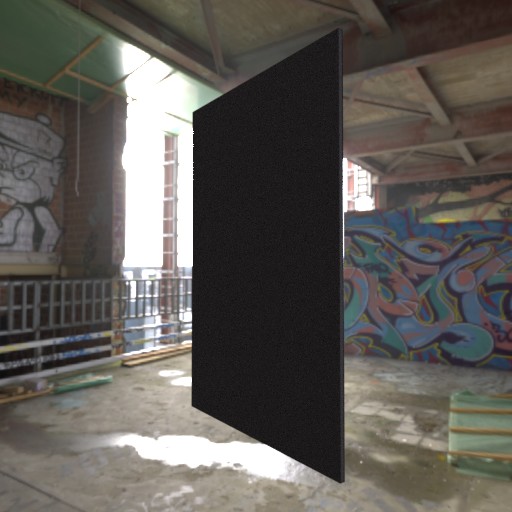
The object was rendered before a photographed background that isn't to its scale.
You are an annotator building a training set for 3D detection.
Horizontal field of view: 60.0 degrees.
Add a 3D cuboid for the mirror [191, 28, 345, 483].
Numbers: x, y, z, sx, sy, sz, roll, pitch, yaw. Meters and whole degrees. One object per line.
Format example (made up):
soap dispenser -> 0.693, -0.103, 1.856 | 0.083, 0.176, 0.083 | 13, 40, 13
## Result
mirror -> 0.000, 0.000, 1.144 | 0.039, 0.914, 0.613 | 1, -2, -37
